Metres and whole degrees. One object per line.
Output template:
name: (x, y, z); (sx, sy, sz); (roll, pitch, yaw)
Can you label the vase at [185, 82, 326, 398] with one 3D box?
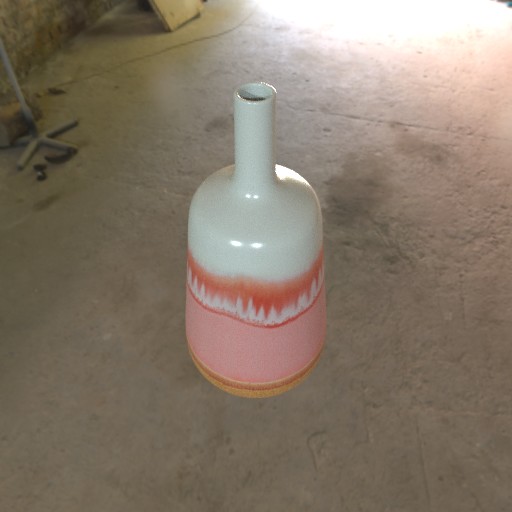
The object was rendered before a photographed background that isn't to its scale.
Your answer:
vase: (0.000, 0.000, 0.379); (0.144, 0.296, 0.144); (0, 48, 0)
